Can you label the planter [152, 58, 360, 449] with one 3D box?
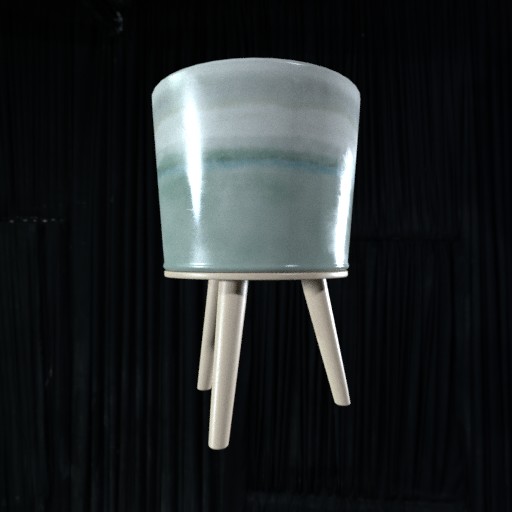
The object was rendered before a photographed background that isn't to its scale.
[{"bbox_3d":[0.000,0.000,0.579,0.265,0.404,0.265,0,0,2],"label":"planter"}]
